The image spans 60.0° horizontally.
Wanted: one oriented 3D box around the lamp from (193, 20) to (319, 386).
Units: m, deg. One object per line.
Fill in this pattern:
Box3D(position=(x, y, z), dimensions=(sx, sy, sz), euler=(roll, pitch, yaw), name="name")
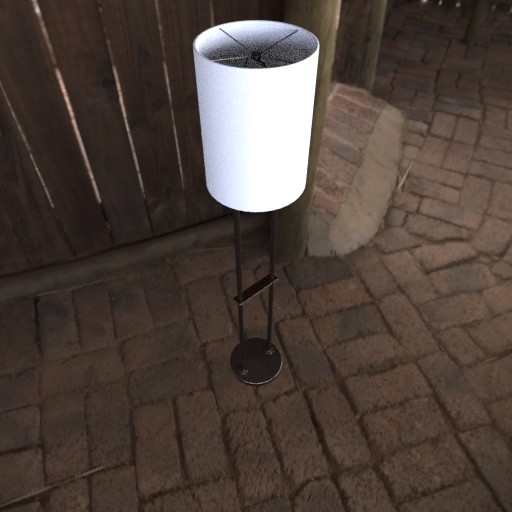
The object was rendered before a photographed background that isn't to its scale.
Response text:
Box3D(position=(0.000, 0.000, 1.617), dimensions=(0.306, 1.500, 0.305), euler=(-32, 54, -27), name="lamp")
